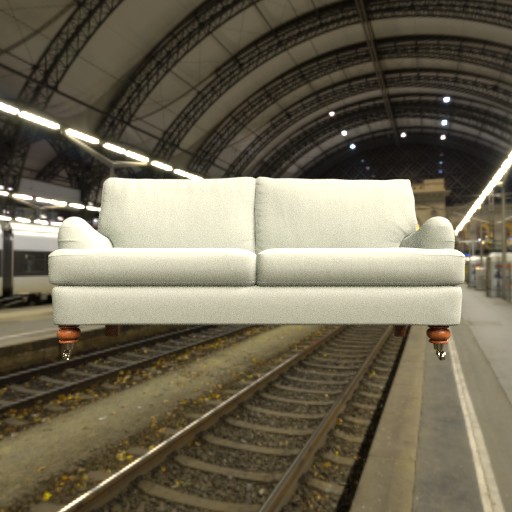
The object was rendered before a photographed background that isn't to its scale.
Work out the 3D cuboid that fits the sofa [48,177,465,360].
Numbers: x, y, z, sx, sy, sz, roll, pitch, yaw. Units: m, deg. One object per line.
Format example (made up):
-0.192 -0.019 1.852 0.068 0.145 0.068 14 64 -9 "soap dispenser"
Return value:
0.000 0.000 2.764 2.193 1.096 1.069 0 -1 0 "sofa"
